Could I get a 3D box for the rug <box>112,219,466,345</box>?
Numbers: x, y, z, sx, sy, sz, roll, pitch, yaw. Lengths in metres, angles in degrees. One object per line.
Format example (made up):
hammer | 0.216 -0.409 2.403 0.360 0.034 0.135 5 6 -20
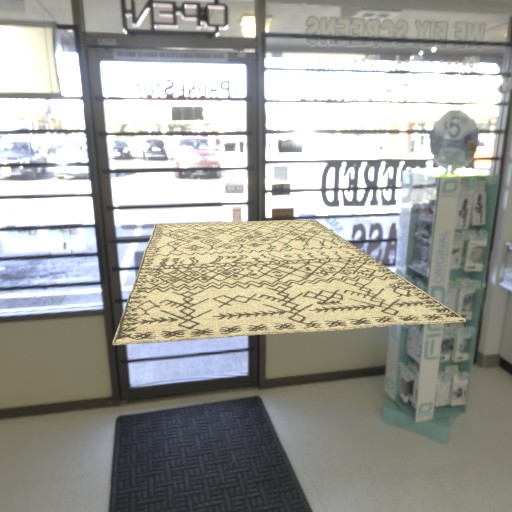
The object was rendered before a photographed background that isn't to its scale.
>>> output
rug | 0.000 0.000 3.031 1.530 0.012 2.444 -2 16 -8
